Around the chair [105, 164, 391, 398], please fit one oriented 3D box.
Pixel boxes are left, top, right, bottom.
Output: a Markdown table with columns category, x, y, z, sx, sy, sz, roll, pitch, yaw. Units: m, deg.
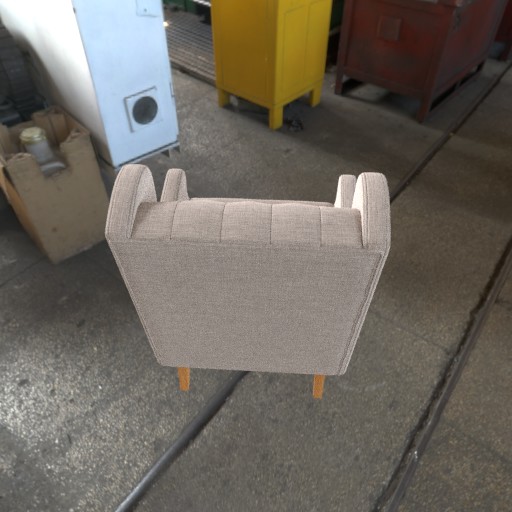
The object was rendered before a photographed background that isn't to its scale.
| category | x | y | z | sx | sy | sz | roll | pitch | yaw |
| --- | --- | --- | --- | --- | --- | --- | --- | --- | --- |
| chair | 0.000 | 0.000 | 1.517 | 0.710 | 0.930 | 0.760 | 2 | 45 | 2 |
